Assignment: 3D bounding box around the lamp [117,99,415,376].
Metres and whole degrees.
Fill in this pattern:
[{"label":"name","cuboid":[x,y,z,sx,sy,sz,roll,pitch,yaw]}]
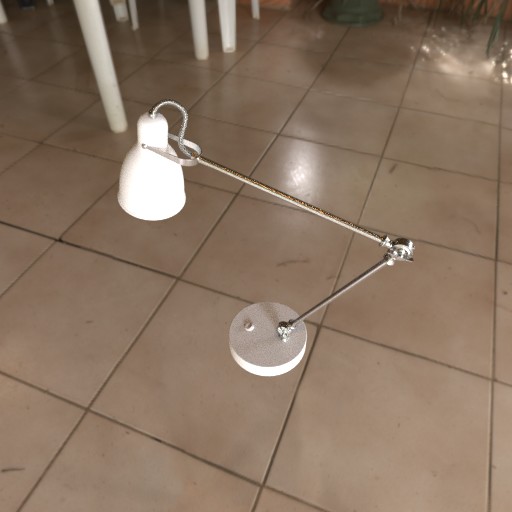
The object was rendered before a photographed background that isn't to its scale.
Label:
[{"label":"lamp","cuboid":[0.000,0.000,0.880,0.561,0.587,0.187,15,48,14]}]
